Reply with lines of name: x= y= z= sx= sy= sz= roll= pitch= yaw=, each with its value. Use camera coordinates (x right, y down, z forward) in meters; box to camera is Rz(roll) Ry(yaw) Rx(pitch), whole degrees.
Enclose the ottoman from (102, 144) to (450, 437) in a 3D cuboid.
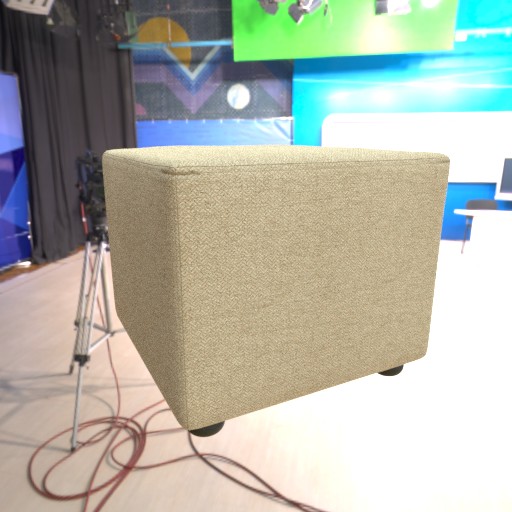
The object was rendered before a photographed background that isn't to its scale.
ottoman: x=0.000 y=0.000 z=0.898 sx=0.508 sy=0.432 sz=0.508 roll=-8 pitch=17 yaw=-27
